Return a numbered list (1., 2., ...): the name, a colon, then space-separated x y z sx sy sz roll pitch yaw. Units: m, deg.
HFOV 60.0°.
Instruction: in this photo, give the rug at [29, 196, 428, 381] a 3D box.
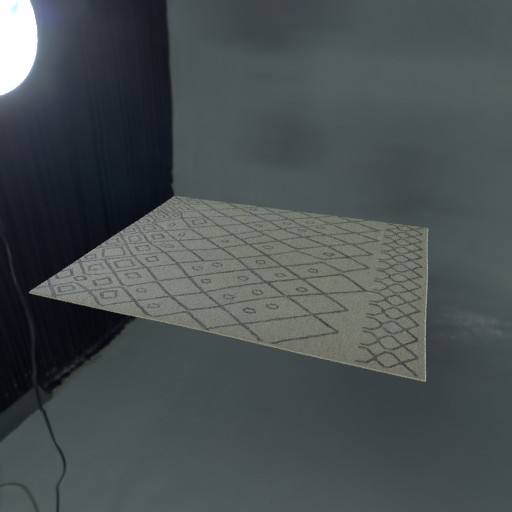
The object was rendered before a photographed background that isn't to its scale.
1. rug: 0.000 0.000 4.162 3.046 0.015 2.446 9 29 17
